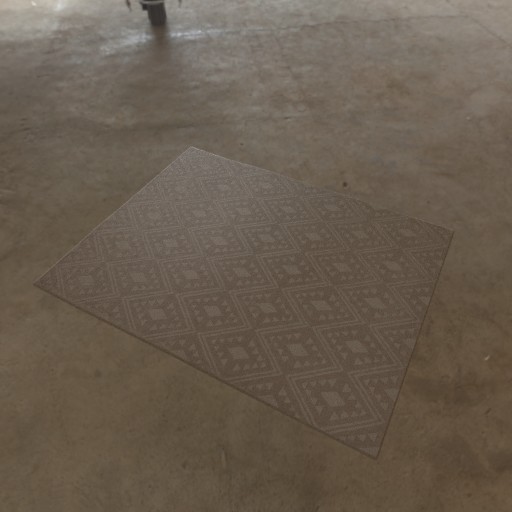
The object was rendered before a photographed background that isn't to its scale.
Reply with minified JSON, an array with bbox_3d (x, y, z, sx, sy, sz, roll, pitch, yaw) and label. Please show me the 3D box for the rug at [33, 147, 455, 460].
[{"bbox_3d":[0.000,0.000,3.989,3.011,0.054,2.399,21,50,19],"label":"rug"}]
